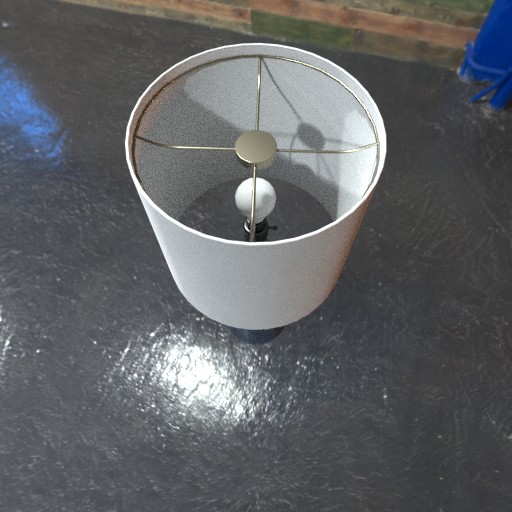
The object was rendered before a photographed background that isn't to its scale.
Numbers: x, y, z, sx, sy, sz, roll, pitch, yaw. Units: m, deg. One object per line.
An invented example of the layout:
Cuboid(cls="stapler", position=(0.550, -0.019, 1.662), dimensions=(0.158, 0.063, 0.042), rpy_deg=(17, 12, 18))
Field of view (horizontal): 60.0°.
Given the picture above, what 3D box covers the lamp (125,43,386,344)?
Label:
Cuboid(cls="lamp", position=(0.000, 0.000, 0.589), dimensions=(0.220, 0.475, 0.220), rpy_deg=(14, 64, 7))
